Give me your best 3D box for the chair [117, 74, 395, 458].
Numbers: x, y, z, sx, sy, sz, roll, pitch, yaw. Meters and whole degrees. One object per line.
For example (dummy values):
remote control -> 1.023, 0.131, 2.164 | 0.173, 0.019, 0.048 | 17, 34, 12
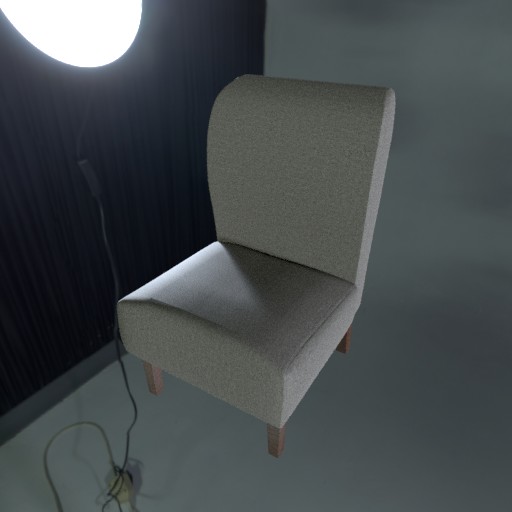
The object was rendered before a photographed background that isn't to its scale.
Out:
chair -> 0.000, 0.000, 1.173 | 0.513, 0.804, 0.592 | 17, 34, 26
